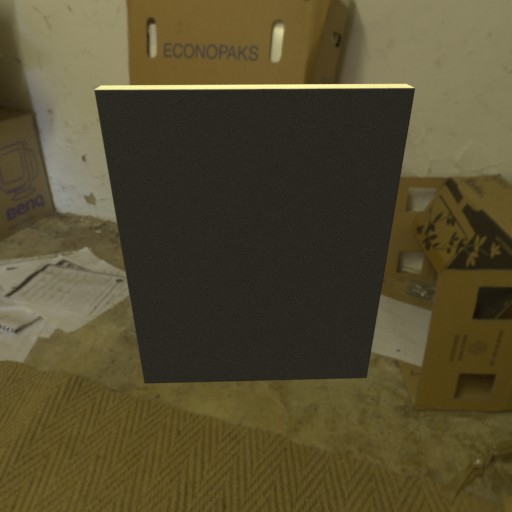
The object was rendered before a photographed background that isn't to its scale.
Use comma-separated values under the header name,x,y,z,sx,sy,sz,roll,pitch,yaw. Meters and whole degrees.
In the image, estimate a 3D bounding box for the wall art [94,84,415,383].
name,x,y,z,sx,sy,sz,roll,pitch,yaw
wall art,0.000,0.000,0.842,0.489,0.608,0.040,-1,30,-2
